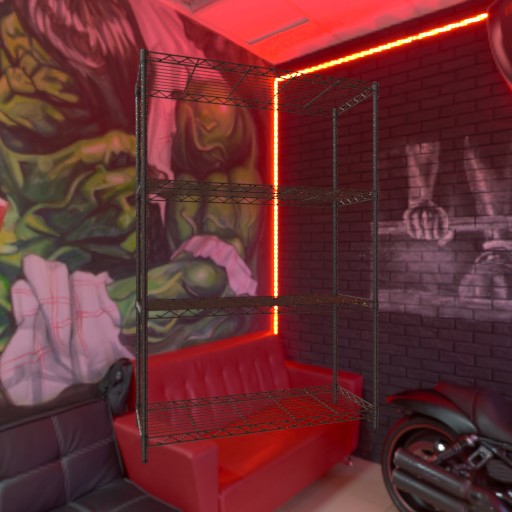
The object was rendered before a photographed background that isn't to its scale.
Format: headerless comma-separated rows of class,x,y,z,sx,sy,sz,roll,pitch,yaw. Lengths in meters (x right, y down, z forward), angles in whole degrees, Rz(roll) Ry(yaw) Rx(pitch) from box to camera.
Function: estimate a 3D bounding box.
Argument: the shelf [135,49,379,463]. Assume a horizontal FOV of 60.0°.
shelf,0.000,0.000,1.757,0.907,1.361,0.352,0,0,-18
